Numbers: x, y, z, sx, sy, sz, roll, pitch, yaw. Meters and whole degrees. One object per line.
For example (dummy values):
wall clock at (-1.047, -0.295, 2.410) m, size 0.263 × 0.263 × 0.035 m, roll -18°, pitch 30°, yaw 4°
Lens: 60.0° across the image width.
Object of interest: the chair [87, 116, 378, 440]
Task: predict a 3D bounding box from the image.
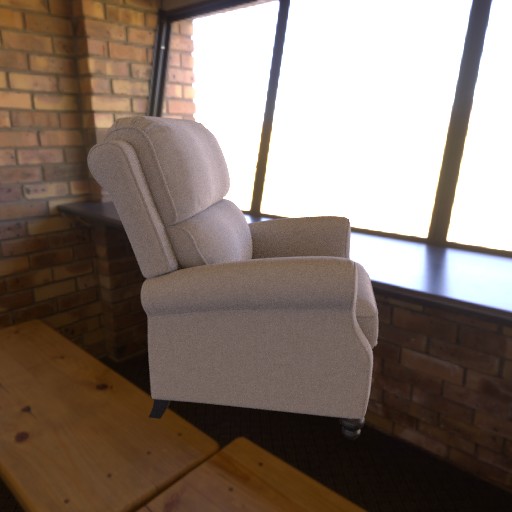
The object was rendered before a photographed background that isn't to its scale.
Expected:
chair at (0.000, 0.000, 1.751) m, size 0.919 × 1.046 × 0.859 m, roll 3°, pitch 16°, yaw 10°
